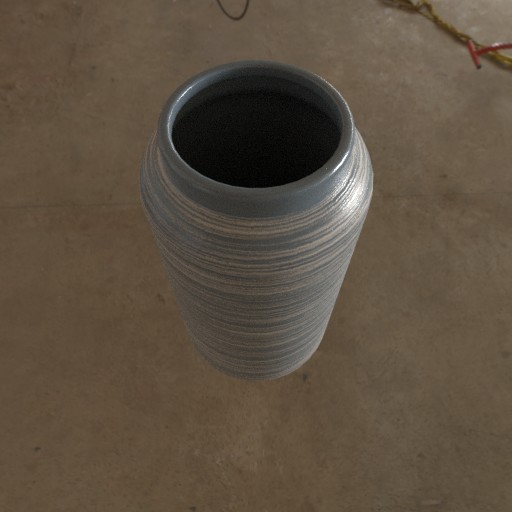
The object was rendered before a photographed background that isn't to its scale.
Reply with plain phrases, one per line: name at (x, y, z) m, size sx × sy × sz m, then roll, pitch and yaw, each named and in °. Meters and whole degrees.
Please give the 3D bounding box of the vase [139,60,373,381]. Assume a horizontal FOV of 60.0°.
vase at (0.000, 0.000, 0.291) m, size 0.116 × 0.230 × 0.116 m, roll 0°, pitch 59°, yaw 0°
